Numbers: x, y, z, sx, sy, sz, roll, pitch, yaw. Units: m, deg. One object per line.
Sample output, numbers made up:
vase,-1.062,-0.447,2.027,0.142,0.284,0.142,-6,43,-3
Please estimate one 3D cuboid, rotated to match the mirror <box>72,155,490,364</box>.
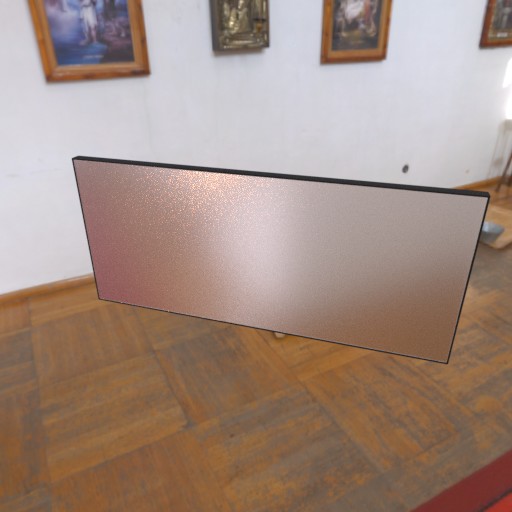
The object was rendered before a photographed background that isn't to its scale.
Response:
mirror,0.000,0.000,1.801,1.584,0.692,0.047,8,28,15
